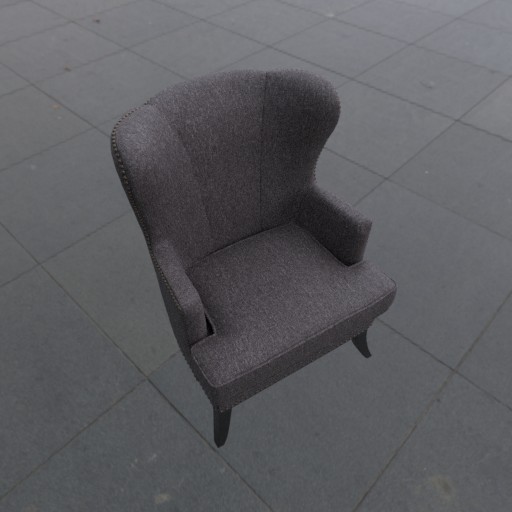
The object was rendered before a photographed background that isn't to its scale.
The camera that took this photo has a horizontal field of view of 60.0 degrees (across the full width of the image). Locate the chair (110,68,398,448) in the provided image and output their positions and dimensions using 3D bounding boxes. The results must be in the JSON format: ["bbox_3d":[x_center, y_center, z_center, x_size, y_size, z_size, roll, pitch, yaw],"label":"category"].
[{"bbox_3d":[0.000,0.000,1.613,0.759,1.060,0.758,-24,52,-21],"label":"chair"}]
